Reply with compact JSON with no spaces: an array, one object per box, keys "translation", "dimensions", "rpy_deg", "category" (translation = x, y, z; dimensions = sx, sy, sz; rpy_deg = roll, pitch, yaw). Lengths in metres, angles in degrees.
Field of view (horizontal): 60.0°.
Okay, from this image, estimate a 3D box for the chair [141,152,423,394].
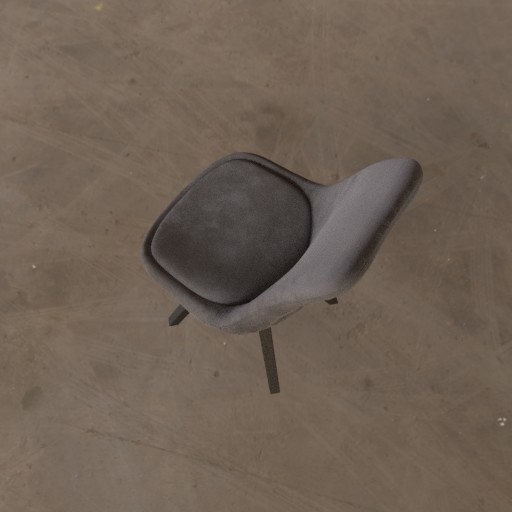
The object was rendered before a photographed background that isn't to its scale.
[{"translation":[0.000,0.000,1.166],"dimensions":[0.550,0.850,0.476],"rpy_deg":[32,68,15],"category":"chair"}]
